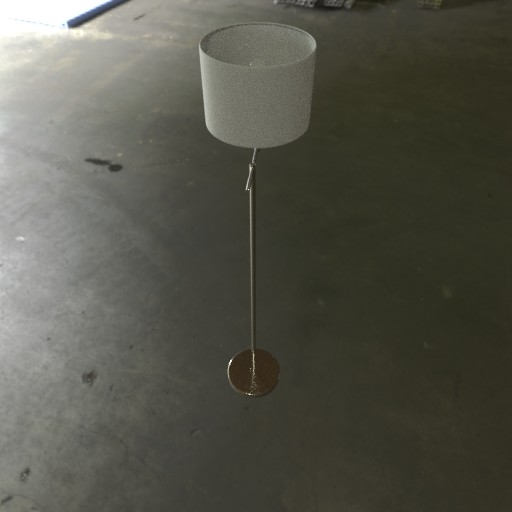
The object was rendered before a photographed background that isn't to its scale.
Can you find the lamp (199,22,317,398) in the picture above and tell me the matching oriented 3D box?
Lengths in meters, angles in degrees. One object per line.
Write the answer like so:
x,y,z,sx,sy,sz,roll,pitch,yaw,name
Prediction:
0.000,0.000,1.765,0.324,1.600,0.416,4,46,4,lamp
